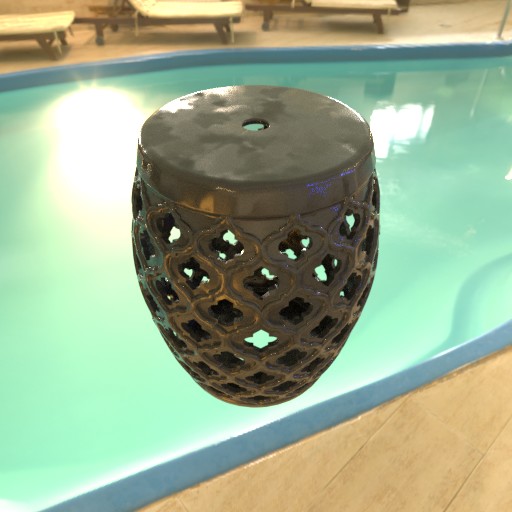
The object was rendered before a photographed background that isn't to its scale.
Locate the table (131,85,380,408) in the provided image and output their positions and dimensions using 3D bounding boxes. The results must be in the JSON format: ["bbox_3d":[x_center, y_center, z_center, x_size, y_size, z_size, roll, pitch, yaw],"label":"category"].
[{"bbox_3d":[0.000,0.000,0.621,0.325,0.388,0.325,0,41,0],"label":"table"}]
